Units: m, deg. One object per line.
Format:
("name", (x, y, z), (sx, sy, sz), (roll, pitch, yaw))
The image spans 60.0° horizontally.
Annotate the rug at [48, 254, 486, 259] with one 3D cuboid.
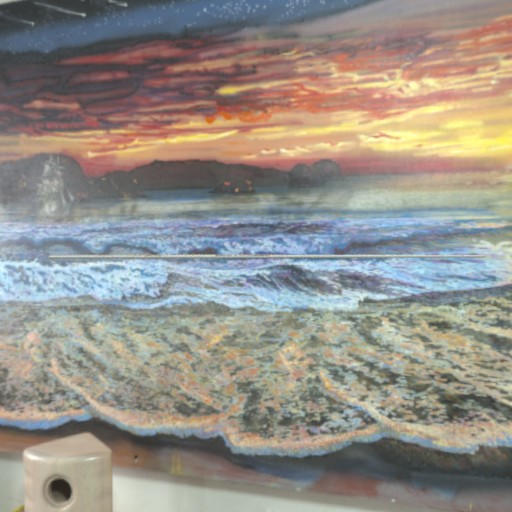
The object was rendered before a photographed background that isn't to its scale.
("rug", (0.000, 0.000, 2.897), (2.275, 0.014, 1.514), (0, 0, -17))
